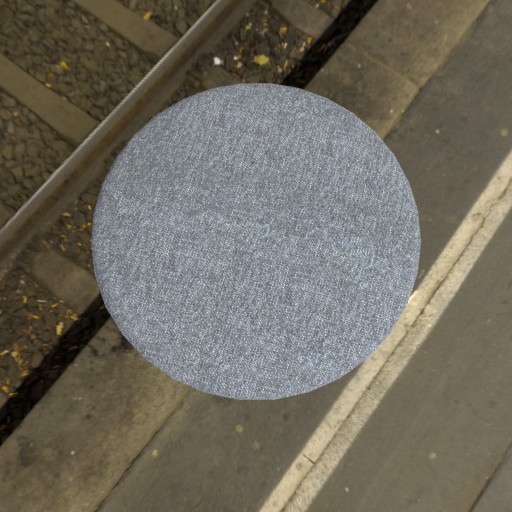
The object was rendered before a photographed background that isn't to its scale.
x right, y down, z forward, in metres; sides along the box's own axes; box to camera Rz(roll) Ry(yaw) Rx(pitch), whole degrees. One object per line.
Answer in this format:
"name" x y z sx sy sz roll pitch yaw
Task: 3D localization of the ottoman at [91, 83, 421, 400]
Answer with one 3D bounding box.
"ottoman" 0.000 0.000 0.849 0.500 0.419 0.500 0 77 0
